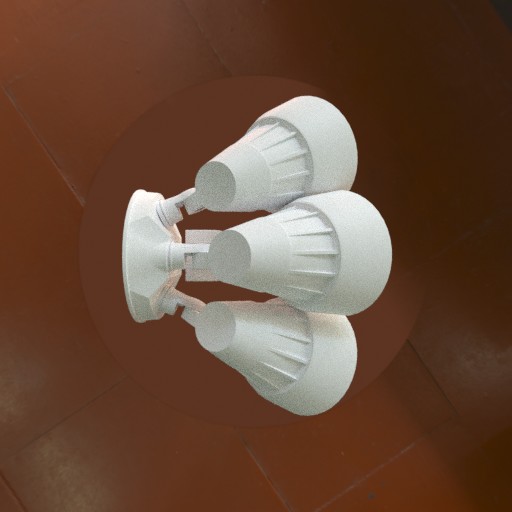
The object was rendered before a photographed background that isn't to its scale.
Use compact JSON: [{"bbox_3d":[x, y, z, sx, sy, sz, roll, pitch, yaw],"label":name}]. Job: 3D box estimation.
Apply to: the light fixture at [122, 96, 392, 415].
[{"bbox_3d":[0.000,0.000,0.544,0.278,0.237,0.369,0,91,0],"label":"light fixture"}]
